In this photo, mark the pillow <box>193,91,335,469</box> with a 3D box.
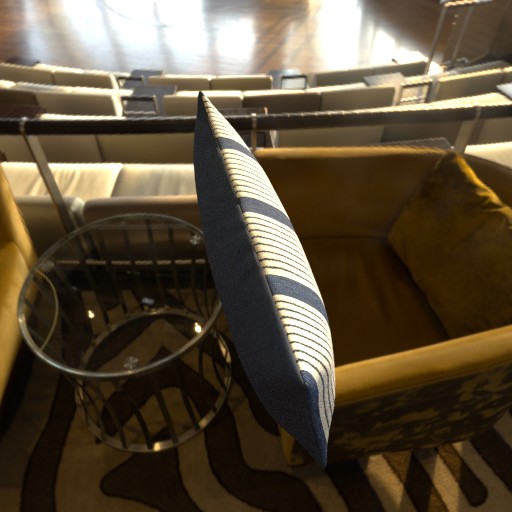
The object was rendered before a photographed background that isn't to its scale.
[{"bbox_3d":[0.000,0.000,0.729,0.156,0.292,0.608,-11,48,-10],"label":"pillow"}]
